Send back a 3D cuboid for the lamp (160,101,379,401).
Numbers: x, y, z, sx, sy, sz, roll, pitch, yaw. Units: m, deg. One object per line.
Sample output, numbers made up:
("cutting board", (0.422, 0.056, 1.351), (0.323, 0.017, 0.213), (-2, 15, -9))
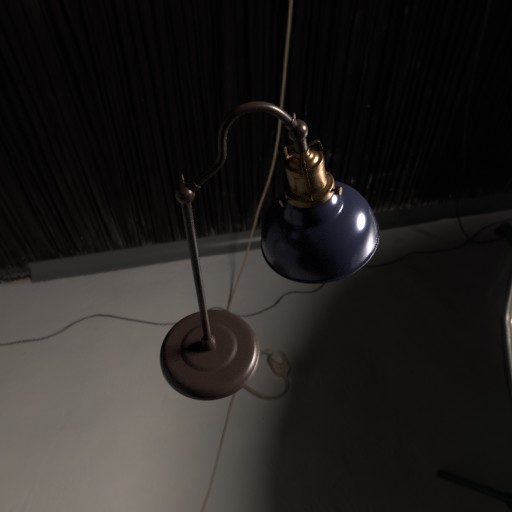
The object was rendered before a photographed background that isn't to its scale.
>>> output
("lamp", (0.000, 0.000, 0.685), (0.374, 0.508, 0.192), (-10, 48, -9))
